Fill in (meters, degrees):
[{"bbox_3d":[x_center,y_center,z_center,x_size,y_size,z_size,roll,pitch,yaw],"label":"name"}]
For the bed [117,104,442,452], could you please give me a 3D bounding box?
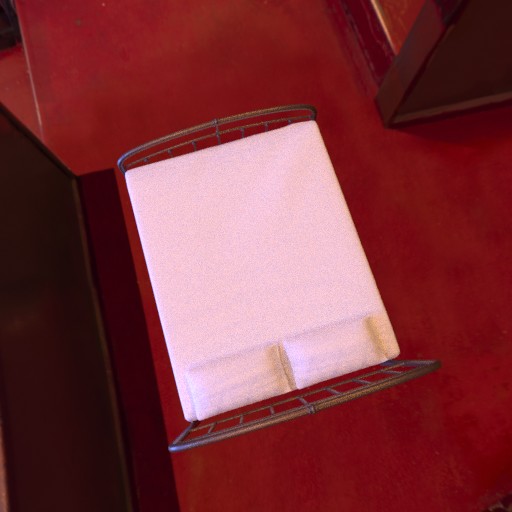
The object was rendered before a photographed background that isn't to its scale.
[{"bbox_3d":[0.000,0.000,3.291,1.711,1.475,2.168,-16,77,-4],"label":"bed"}]
